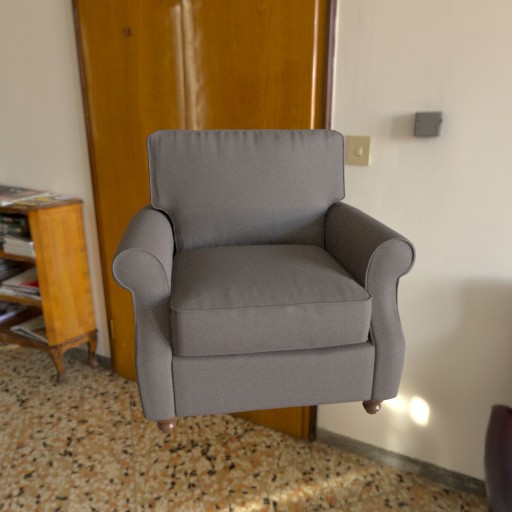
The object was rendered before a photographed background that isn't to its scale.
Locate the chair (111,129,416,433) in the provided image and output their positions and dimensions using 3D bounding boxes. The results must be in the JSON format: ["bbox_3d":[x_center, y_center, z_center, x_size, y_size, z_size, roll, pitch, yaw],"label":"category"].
[{"bbox_3d":[0.000,0.000,1.785,1.029,0.967,0.966,-2,18,-8],"label":"chair"}]
